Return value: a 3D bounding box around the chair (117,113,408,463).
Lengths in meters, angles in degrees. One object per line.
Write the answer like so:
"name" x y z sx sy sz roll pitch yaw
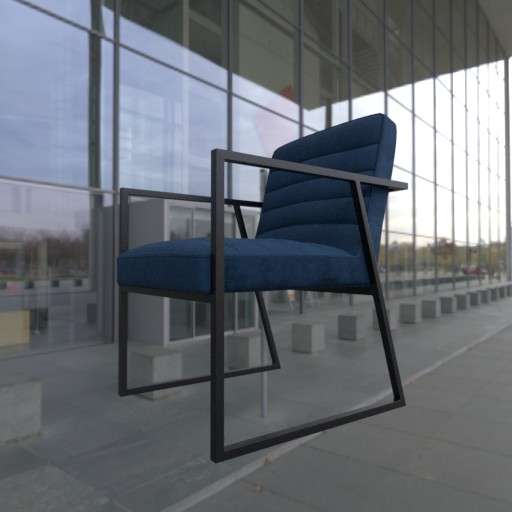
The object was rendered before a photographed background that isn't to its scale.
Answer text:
"chair" 0.000 0.000 1.287 0.677 0.833 0.571 1 -2 -36
